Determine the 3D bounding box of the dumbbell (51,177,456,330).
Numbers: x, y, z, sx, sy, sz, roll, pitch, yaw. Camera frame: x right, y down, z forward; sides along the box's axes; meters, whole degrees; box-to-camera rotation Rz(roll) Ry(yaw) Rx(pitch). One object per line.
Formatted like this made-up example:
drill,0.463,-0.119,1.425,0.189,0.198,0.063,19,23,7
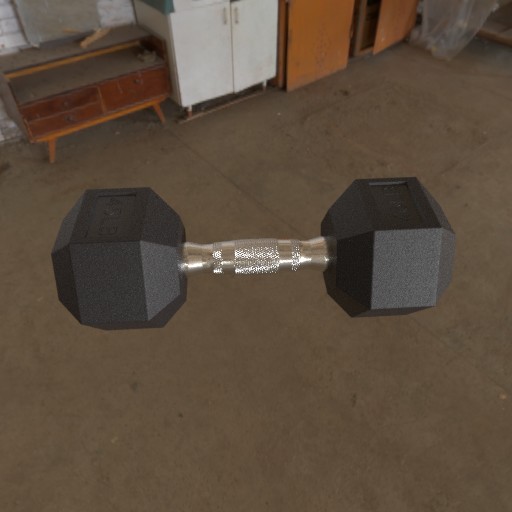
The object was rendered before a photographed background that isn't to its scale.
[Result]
dumbbell,0.000,0.000,0.430,0.356,0.123,0.141,-3,46,-2
